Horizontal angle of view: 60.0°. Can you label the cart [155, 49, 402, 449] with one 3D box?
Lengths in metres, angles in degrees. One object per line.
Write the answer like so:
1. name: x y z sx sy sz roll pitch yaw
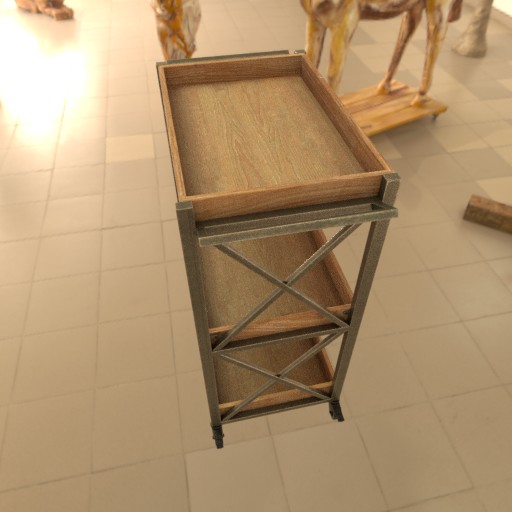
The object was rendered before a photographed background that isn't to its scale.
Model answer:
1. cart: 0.000 0.000 1.185 0.377 0.835 0.673 -9 46 -9
